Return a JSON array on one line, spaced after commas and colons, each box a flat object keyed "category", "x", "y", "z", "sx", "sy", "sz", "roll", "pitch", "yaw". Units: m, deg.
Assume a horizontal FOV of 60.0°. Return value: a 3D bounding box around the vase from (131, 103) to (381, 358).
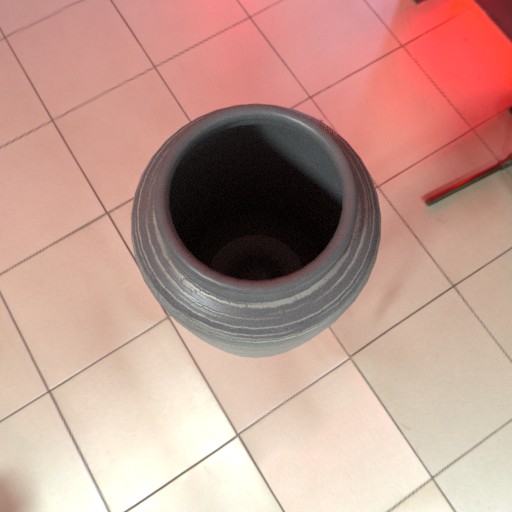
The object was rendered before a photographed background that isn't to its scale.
[{"category": "vase", "x": 0.000, "y": 0.000, "z": 0.675, "sx": 0.297, "sy": 0.499, "sz": 0.297, "roll": 0, "pitch": 75, "yaw": 0}]
